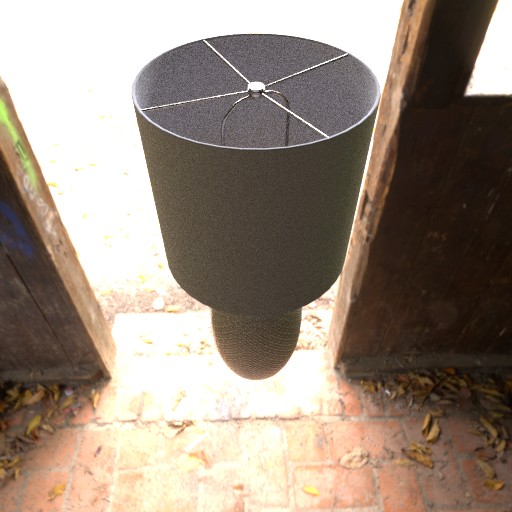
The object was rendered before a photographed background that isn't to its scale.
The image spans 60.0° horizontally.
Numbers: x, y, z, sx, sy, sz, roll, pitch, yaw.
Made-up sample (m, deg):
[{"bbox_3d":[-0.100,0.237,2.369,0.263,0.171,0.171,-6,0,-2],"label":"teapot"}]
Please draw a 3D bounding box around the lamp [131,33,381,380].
[{"bbox_3d":[0.000,0.000,0.555,0.217,0.453,0.217,-23,51,-20],"label":"lamp"}]
